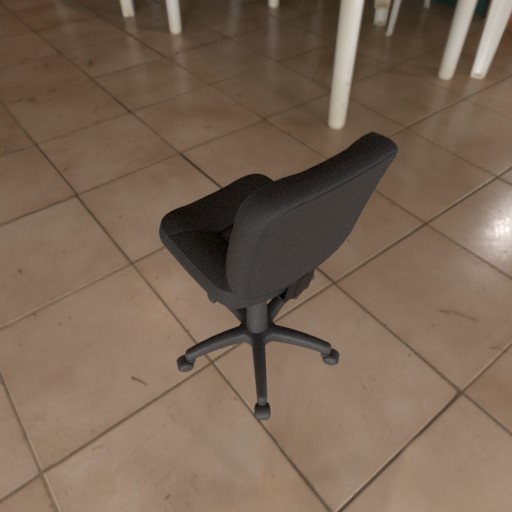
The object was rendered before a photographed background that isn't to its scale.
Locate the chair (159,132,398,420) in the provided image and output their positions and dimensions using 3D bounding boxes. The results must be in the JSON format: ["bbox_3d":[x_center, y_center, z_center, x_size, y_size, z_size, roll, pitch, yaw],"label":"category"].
[{"bbox_3d":[0.000,0.000,1.385,0.610,0.972,0.610,-30,53,-26],"label":"chair"}]
